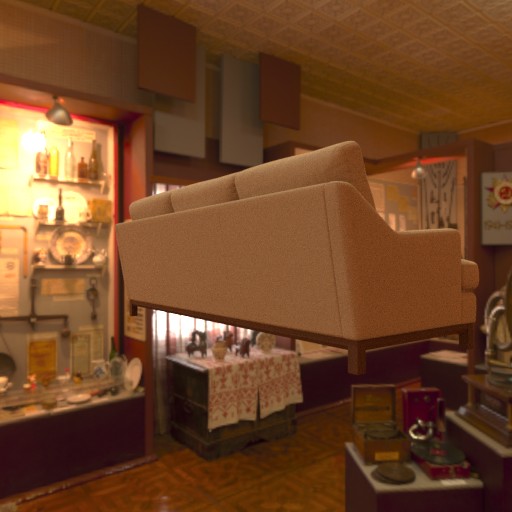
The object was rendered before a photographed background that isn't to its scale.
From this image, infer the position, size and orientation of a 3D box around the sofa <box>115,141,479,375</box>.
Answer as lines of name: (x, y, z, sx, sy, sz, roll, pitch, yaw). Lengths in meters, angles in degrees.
sofa: (0.000, 0.000, 2.773, 1.000, 0.913, 2.321, 1, -1, -37)
